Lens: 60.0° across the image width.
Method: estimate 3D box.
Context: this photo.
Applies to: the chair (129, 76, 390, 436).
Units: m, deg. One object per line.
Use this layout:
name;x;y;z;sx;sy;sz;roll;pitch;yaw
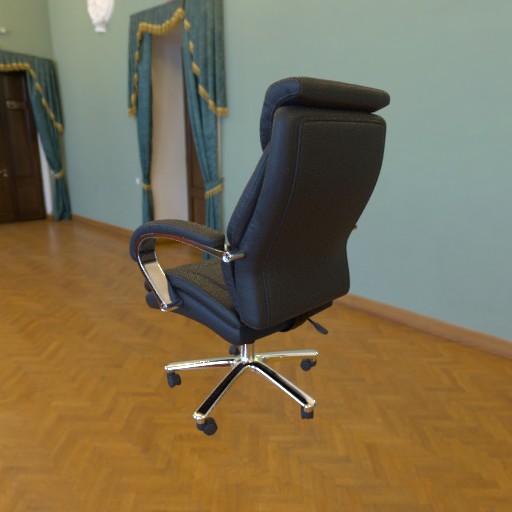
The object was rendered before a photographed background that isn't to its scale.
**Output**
chair;0.000;0.000;1.686;0.790;1.183;0.755;14;20;43
